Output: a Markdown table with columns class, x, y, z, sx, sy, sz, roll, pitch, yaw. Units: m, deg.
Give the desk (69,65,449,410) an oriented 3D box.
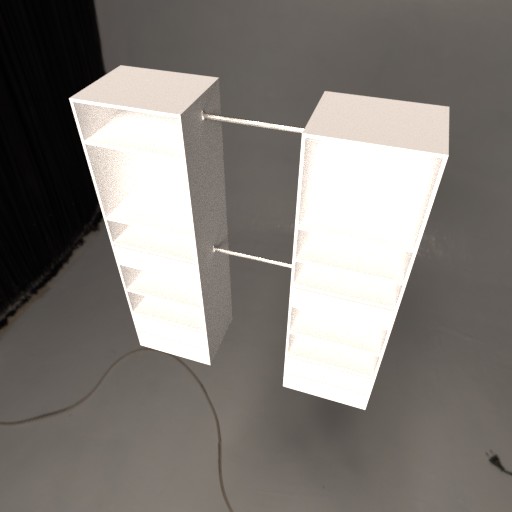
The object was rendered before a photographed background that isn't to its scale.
| class | x | y | z | sx | sy | sz | roll | pitch | yaw |
| --- | --- | --- | --- | --- | --- | --- | --- | --- | --- |
| desk | 0.000 | 0.000 | 2.808 | 1.770 | 2.000 | 0.480 | 12 | 44 | 13 |
